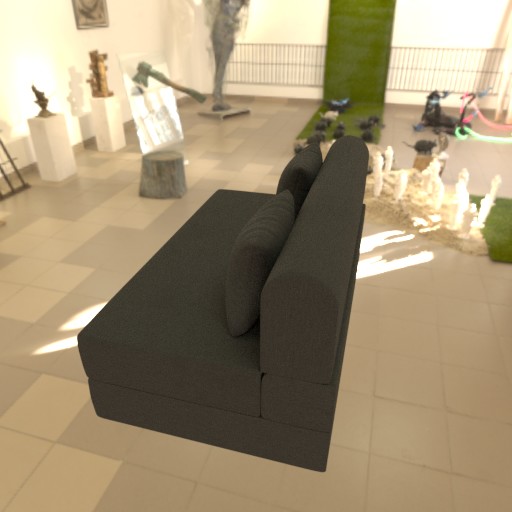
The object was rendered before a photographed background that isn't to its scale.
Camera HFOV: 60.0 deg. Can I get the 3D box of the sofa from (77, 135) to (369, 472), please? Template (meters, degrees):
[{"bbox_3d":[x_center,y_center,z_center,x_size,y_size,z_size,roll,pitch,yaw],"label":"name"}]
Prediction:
[{"bbox_3d":[0.000,0.000,1.717,0.762,0.670,1.225,8,31,14],"label":"sofa"}]
